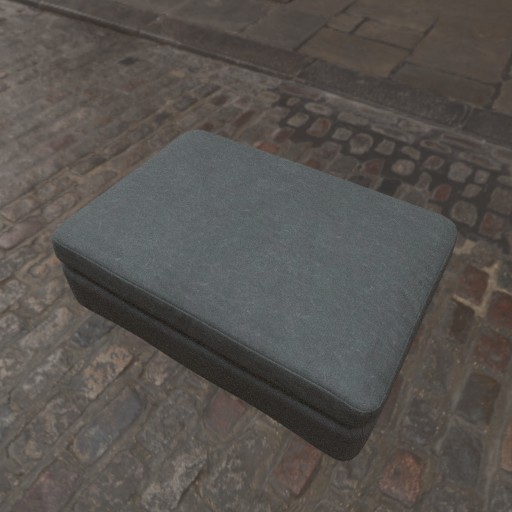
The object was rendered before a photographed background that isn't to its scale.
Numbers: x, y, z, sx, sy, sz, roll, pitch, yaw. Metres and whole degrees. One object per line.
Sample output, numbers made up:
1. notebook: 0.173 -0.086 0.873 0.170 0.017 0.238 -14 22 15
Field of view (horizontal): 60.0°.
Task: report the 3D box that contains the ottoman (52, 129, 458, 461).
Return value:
1. ottoman: 0.000 0.000 1.602 1.199 0.429 0.840 25 52 21
